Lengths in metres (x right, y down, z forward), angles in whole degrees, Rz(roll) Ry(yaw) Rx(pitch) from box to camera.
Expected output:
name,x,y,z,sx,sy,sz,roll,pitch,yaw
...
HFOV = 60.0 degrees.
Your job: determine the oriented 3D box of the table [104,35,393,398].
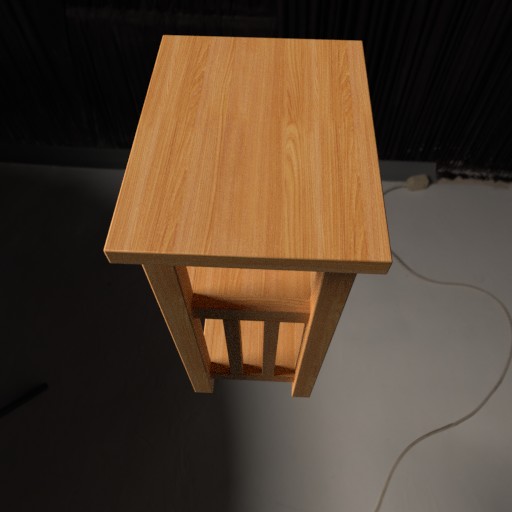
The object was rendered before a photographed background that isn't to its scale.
name,x,y,z,sx,sy,sz,roll,pitch,yaw
table,0.000,0.000,0.737,0.270,0.550,0.350,2,58,1
